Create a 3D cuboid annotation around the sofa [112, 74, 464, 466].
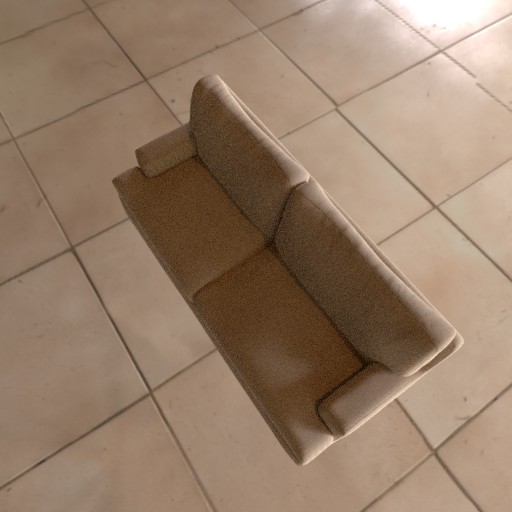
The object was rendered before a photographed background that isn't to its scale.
[{"bbox_3d":[0.000,0.000,2.617,0.929,0.925,2.147,-32,67,-15],"label":"sofa"}]
